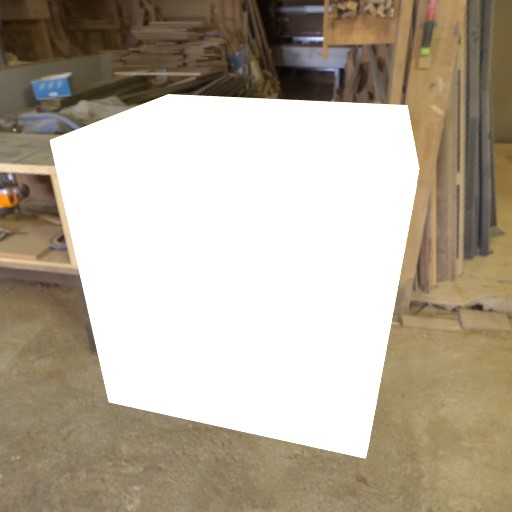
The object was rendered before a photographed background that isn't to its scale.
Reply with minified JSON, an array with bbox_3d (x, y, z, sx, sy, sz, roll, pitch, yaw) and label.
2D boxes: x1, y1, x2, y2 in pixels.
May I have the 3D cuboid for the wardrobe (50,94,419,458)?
[{"bbox_3d":[0.000,0.000,0.867,0.500,0.520,0.400,7,30,13],"label":"wardrobe"}]
